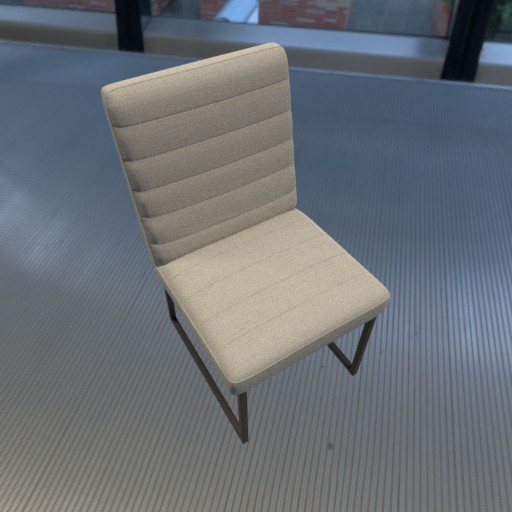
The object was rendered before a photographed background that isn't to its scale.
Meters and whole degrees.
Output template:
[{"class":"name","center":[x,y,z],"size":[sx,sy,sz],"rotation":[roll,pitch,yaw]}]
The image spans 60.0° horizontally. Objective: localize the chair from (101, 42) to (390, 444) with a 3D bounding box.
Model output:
[{"class":"chair","center":[0.000,0.000,1.301],"size":[0.520,0.930,0.634],"rotation":[-24,52,-21]}]
